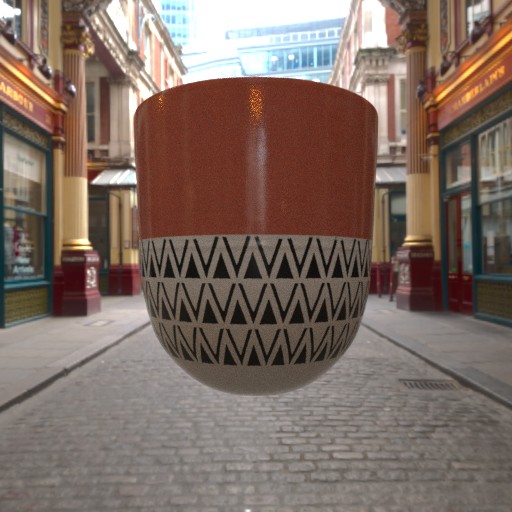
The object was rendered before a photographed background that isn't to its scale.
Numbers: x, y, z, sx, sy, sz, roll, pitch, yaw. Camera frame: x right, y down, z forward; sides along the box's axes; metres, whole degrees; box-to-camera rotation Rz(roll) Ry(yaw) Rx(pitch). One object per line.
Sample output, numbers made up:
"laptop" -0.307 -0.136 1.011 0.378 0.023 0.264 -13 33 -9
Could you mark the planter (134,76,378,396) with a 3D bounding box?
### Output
"planter" 0.000 0.000 0.363 0.195 0.214 0.195 0 -1 0
